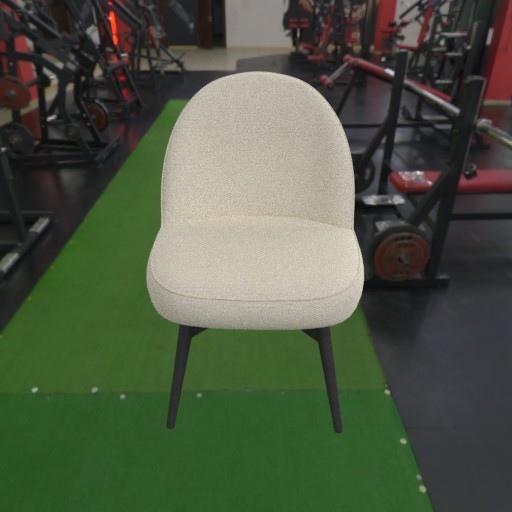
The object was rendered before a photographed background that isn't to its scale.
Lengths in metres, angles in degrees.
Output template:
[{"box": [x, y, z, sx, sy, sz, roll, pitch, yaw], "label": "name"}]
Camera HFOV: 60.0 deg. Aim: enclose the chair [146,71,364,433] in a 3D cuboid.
[{"box": [0.000, 0.000, 1.174, 0.532, 0.838, 0.540, 1, 31, 1], "label": "chair"}]
